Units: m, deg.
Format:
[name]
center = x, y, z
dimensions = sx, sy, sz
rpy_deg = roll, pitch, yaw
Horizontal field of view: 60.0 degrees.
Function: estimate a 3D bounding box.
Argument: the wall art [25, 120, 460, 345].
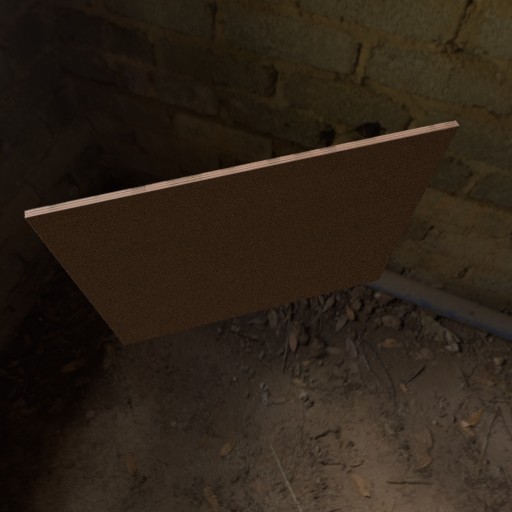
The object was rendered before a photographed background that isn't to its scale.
[wall art]
center = 0.000, 0.000, 0.680
dimensions = 0.508, 0.408, 0.010
rpy_deg = -13, 61, -8
